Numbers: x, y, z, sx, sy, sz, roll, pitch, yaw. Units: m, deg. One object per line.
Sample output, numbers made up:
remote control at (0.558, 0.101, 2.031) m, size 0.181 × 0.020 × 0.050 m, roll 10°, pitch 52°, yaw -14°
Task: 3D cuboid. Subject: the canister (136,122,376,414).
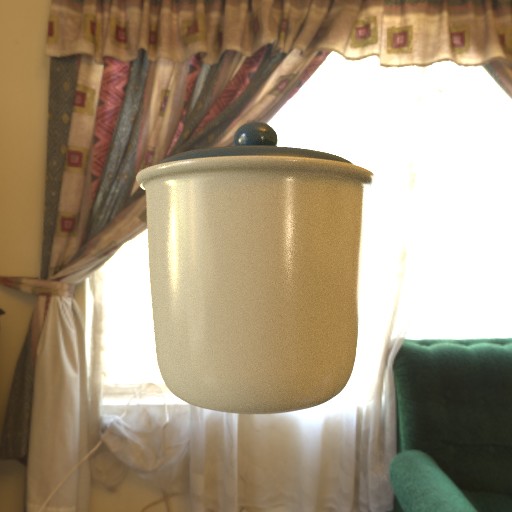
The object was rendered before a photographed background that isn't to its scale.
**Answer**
canister at (0.000, 0.000, 0.348) m, size 0.182 × 0.208 × 0.182 m, roll 0°, pitch 0°, yaw 0°
